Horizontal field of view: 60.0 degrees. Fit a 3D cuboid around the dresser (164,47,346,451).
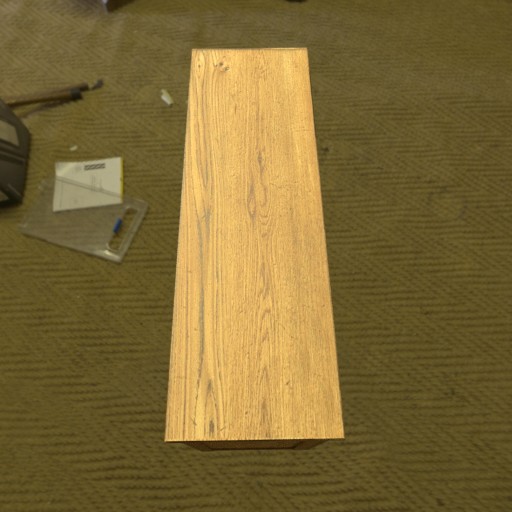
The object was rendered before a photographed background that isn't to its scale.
[{"bbox_3d":[0.000,0.000,2.071,0.563,0.932,1.657,-1,64,0],"label":"dresser"}]
